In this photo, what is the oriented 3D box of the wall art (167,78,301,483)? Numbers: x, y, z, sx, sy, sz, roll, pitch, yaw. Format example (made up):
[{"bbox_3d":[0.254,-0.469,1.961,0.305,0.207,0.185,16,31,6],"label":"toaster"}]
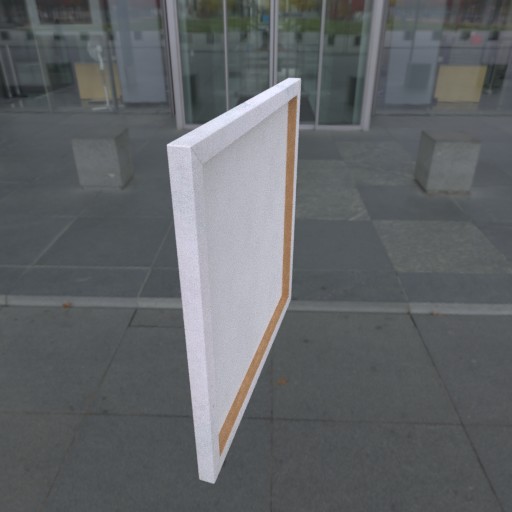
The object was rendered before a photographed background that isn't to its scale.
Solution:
[{"bbox_3d":[0.000,0.000,1.134,0.038,0.762,0.762,8,30,15],"label":"wall art"}]
